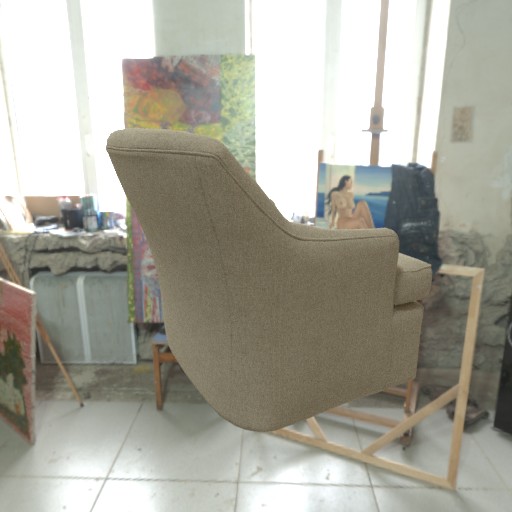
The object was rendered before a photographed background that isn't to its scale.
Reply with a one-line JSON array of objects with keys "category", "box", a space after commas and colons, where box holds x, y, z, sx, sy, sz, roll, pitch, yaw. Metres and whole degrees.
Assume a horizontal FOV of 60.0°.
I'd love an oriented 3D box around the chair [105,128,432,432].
[{"category": "chair", "box": [0.000, 0.000, 1.553, 0.923, 0.856, 0.864, -8, 17, -26]}]
